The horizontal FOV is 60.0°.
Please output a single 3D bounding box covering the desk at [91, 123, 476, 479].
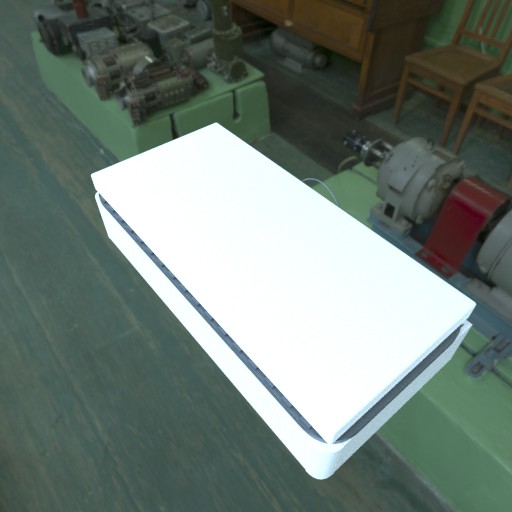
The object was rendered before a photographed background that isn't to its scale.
[{"bbox_3d":[0.000,0.000,2.278,0.900,0.526,1.900,-31,54,-26],"label":"desk"}]
